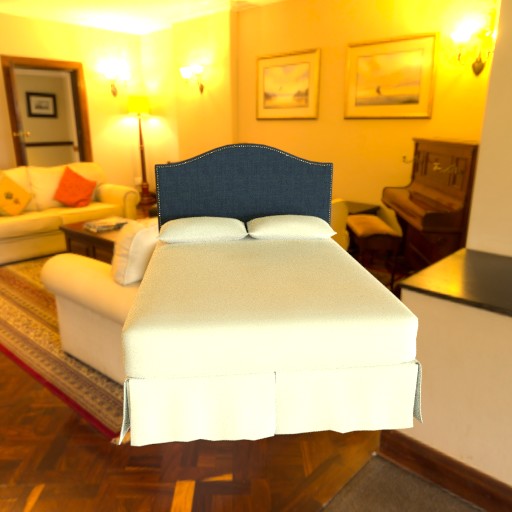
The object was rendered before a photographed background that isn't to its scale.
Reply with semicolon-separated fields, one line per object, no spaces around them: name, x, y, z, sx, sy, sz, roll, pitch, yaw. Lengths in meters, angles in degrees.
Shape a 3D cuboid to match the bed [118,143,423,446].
bed;0.000;0.000;3.244;1.713;1.518;2.153;-2;17;-6
